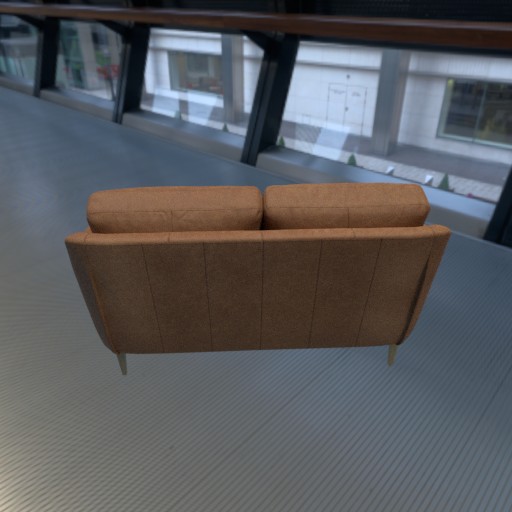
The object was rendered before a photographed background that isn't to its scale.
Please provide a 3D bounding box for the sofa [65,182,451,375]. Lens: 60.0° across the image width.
[{"bbox_3d":[0.000,0.000,2.156,1.619,0.902,0.960,-1,29,-2],"label":"sofa"}]
